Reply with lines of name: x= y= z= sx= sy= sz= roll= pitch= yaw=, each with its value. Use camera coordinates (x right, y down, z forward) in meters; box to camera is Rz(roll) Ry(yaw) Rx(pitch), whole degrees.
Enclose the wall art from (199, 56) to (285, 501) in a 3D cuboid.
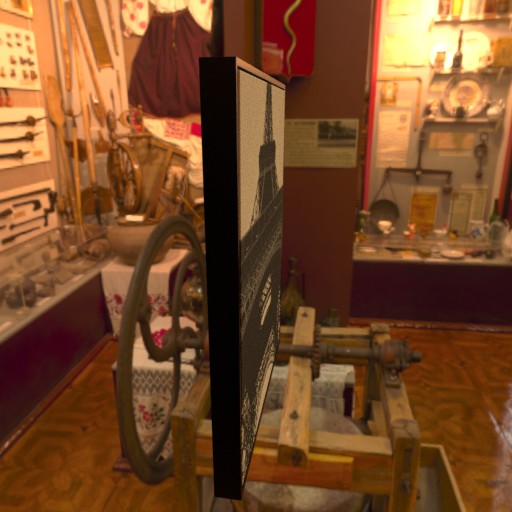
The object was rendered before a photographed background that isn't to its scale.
wall art: x=0.000 y=0.000 z=0.731 sx=0.039 sy=0.553 sz=0.451 roll=3 pitch=18 yaw=9
